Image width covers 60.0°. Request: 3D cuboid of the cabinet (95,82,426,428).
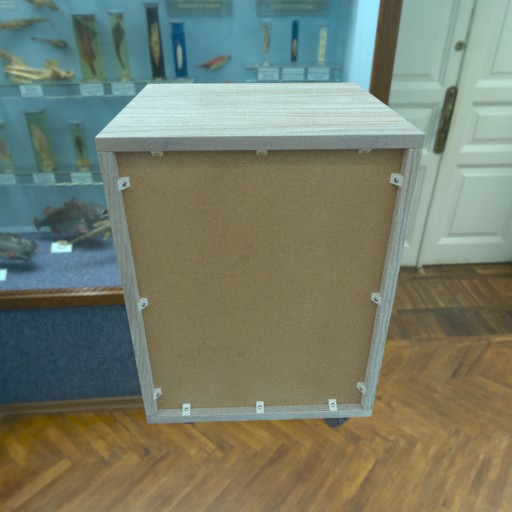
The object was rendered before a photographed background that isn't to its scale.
[{"bbox_3d":[0.000,0.000,0.865,0.409,0.579,0.401,-1,30,-2],"label":"cabinet"}]
